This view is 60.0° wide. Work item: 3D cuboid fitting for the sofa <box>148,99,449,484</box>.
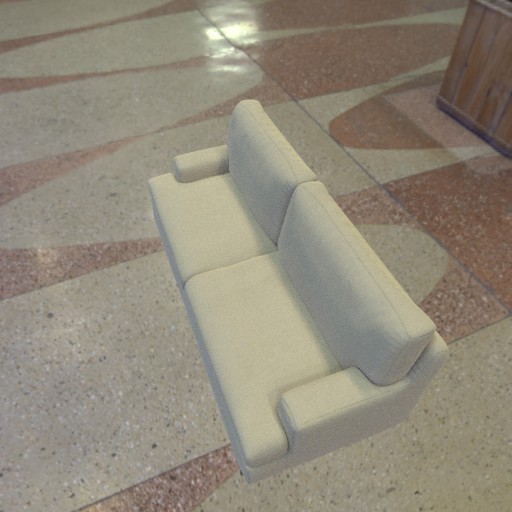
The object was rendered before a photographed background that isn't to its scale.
[{"bbox_3d":[0.000,0.000,2.620,0.929,0.925,2.147,-16,49,-14],"label":"sofa"}]
